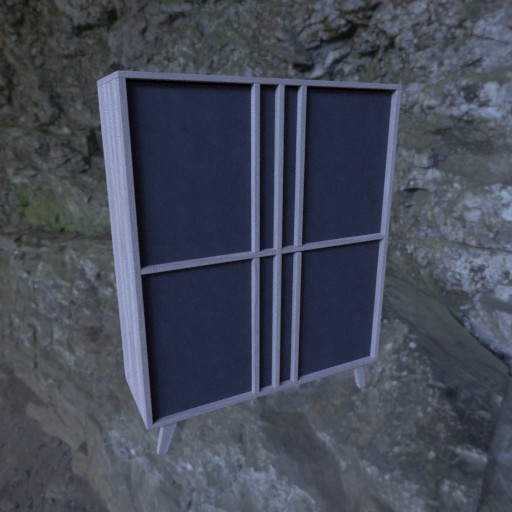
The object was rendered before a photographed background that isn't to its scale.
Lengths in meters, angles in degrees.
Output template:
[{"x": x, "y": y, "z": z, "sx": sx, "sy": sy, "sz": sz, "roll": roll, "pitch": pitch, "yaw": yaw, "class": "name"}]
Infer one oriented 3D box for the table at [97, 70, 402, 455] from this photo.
[{"x": 0.000, "y": 0.000, "z": 1.903, "sx": 1.111, "sy": 1.388, "sz": 0.398, "roll": -8, "pitch": 19, "yaw": -26, "class": "table"}]
